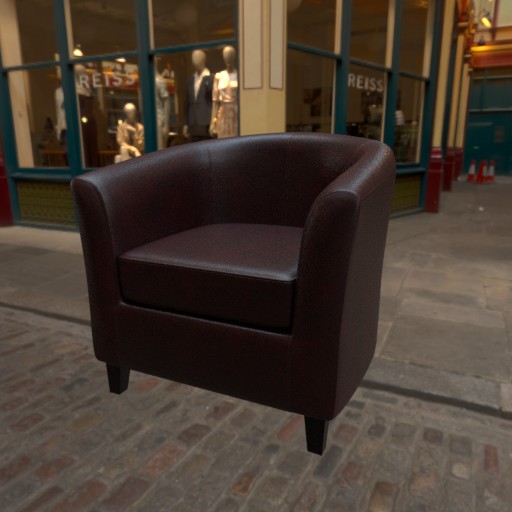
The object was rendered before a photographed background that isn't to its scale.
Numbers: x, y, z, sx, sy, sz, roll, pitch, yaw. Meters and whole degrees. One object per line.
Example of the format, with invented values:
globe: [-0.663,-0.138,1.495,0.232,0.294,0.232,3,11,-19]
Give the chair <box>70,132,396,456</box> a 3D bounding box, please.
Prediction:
chair: [0.000,0.000,1.385,0.792,0.756,0.727,7,16,24]
